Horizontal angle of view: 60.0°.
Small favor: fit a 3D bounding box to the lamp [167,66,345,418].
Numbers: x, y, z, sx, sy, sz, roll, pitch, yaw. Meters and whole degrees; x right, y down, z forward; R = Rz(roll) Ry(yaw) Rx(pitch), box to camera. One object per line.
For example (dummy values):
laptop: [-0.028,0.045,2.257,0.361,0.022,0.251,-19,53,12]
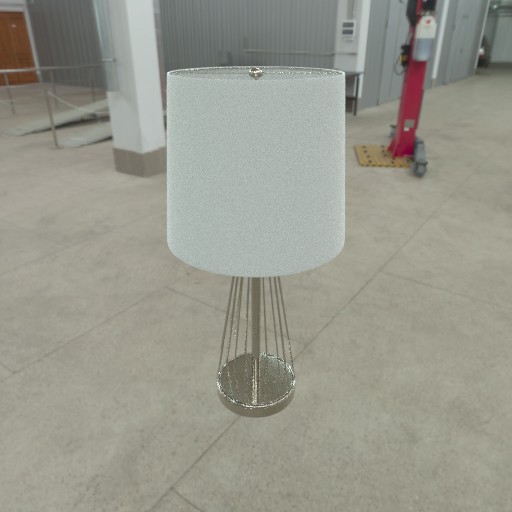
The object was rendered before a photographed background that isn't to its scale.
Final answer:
lamp: [0.000,0.000,0.789,0.303,0.618,0.303,0,27,0]
